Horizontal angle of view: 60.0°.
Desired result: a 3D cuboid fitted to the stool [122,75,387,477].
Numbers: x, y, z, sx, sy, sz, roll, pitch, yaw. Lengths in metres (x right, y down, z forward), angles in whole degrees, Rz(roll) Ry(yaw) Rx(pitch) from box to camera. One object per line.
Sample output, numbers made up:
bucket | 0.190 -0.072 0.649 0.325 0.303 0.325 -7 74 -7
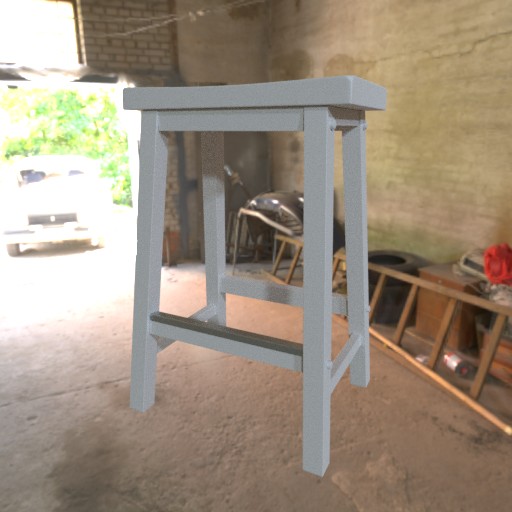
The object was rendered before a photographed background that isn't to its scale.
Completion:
stool | 0.000 0.000 0.856 0.406 0.610 0.322 8 18 26
